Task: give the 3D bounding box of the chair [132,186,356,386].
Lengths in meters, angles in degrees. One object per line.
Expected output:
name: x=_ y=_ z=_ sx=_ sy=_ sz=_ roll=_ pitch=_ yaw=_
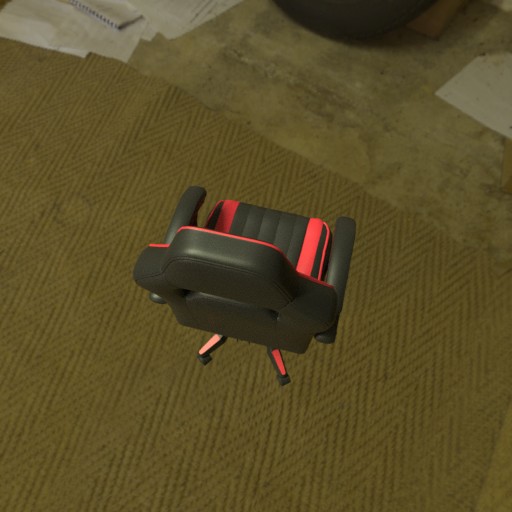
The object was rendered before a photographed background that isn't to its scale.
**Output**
chair: x=0.000 y=0.000 z=1.660 sx=0.700 sy=1.220 sz=0.700 roll=13 pitch=63 yaw=6
